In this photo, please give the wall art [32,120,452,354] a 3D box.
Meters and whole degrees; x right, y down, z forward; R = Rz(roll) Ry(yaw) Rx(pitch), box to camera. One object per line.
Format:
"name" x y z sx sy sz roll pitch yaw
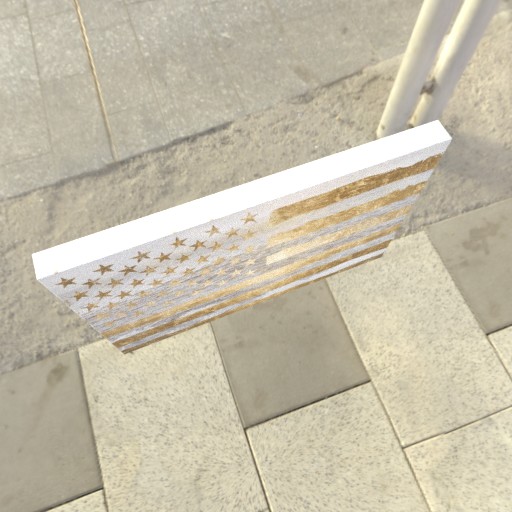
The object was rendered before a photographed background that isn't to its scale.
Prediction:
"wall art" 0.000 0.000 0.795 0.606 0.407 0.041 -20 66 -9
